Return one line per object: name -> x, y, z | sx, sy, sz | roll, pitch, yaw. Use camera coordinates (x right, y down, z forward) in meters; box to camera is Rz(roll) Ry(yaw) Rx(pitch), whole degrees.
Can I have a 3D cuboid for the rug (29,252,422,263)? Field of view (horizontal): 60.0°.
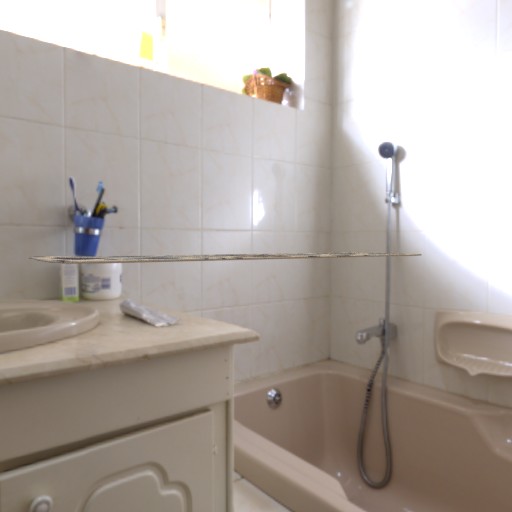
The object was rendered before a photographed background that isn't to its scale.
rug -> 0.000, 0.000, 2.600 | 2.301, 0.017, 0.692 | -1, 2, -37
